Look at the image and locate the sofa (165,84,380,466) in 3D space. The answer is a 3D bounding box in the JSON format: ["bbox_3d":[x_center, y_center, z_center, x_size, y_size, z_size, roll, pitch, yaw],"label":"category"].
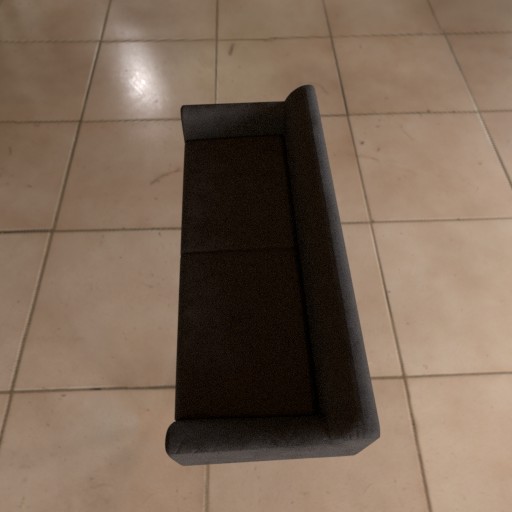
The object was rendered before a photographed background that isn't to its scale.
[{"bbox_3d":[0.000,0.000,2.626,0.900,0.740,2.190,-3,59,-2],"label":"sofa"}]
